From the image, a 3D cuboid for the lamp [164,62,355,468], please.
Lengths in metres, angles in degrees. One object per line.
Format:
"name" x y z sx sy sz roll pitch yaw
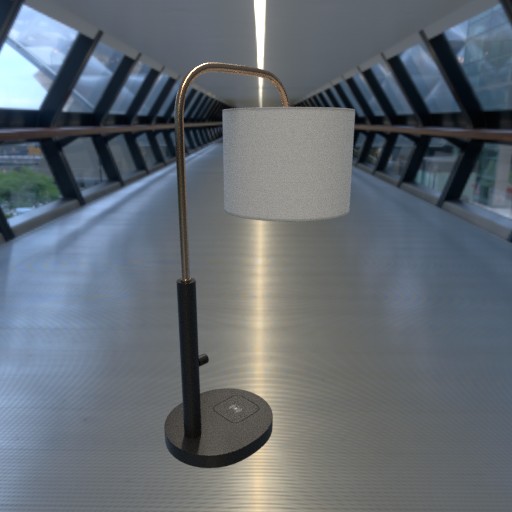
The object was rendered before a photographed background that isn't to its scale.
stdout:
"lamp" 0.000 0.000 0.685 0.337 0.540 0.199 -15 22 -43
